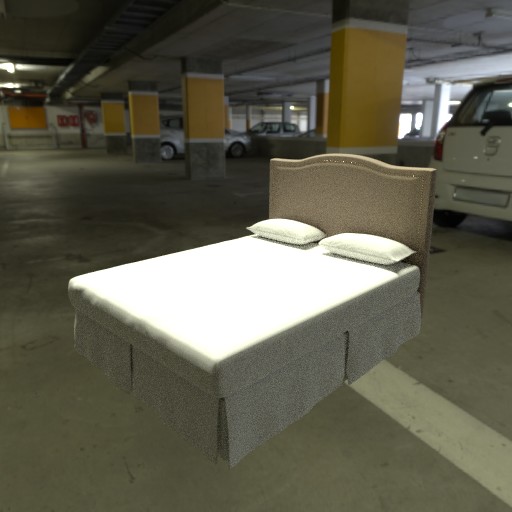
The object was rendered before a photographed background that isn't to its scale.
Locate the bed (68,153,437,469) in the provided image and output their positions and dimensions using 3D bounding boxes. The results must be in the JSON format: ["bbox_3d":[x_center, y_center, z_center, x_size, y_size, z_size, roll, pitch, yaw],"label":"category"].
[{"bbox_3d":[0.000,0.000,3.384,1.821,1.436,2.282,16,22,43],"label":"bed"}]
